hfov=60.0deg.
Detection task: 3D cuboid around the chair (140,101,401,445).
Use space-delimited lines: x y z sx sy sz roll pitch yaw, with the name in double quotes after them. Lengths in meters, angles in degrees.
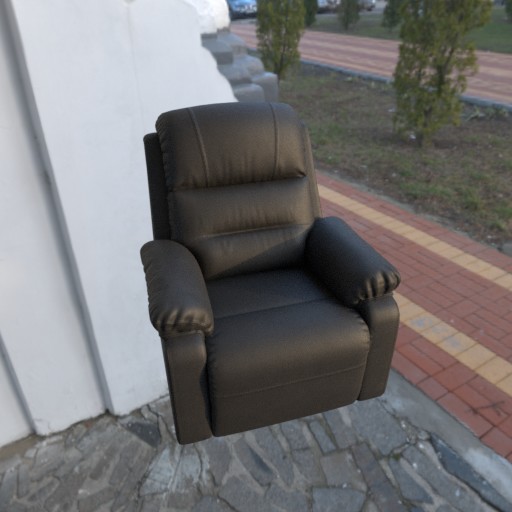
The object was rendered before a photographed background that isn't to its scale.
0.000 0.000 1.708 0.855 0.992 0.919 -9 32 -14 "chair"
